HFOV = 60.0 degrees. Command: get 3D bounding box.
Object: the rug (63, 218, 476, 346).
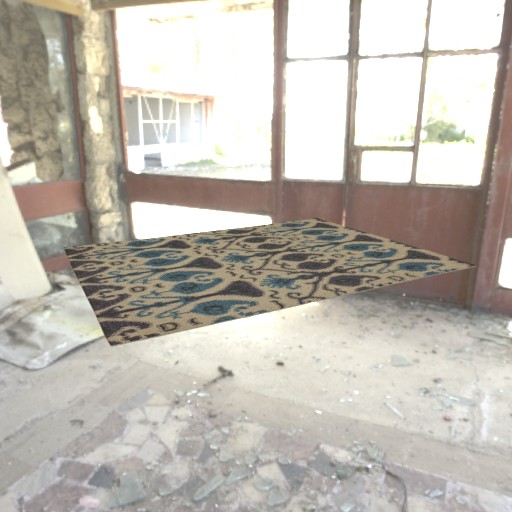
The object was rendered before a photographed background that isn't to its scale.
[{"bbox_3d":[0.000,0.000,4.295,3.228,0.024,2.443,-9,18,-27],"label":"rug"}]
